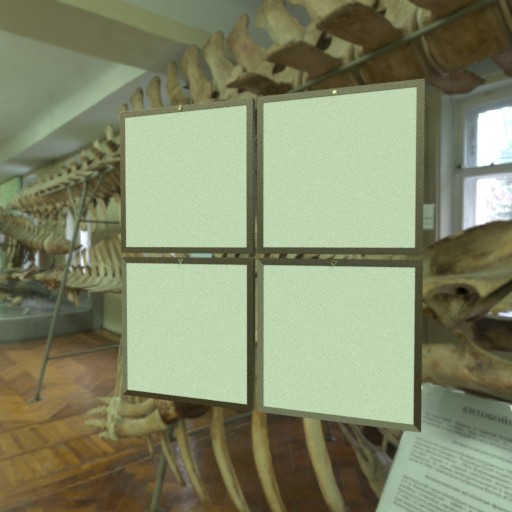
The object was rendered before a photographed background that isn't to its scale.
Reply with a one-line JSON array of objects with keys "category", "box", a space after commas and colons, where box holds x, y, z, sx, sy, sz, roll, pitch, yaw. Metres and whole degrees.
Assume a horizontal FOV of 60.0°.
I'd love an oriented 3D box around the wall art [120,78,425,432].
[{"category": "wall art", "box": [0.000, 0.000, 1.463, 1.032, 1.032, 0.030, 1, 2, 19]}]
